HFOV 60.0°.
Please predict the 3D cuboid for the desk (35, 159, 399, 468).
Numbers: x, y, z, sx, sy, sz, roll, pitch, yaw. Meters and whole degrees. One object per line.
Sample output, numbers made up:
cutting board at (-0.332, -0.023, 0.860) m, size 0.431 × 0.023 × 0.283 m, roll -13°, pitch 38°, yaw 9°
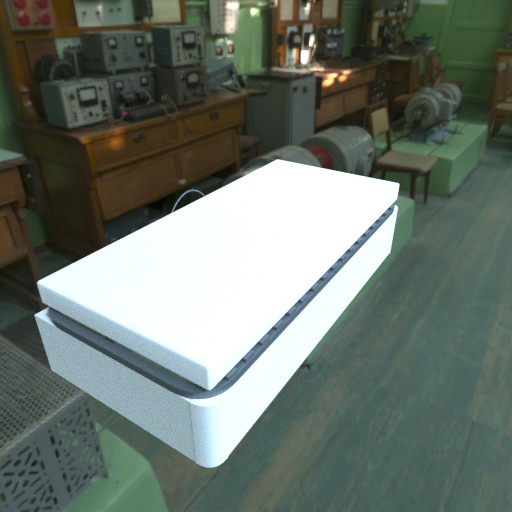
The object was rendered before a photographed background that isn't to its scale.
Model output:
desk at (0.000, 0.000, 2.285) m, size 0.900 × 0.526 × 1.900 m, roll 18°, pitch 35°, yaw 28°
